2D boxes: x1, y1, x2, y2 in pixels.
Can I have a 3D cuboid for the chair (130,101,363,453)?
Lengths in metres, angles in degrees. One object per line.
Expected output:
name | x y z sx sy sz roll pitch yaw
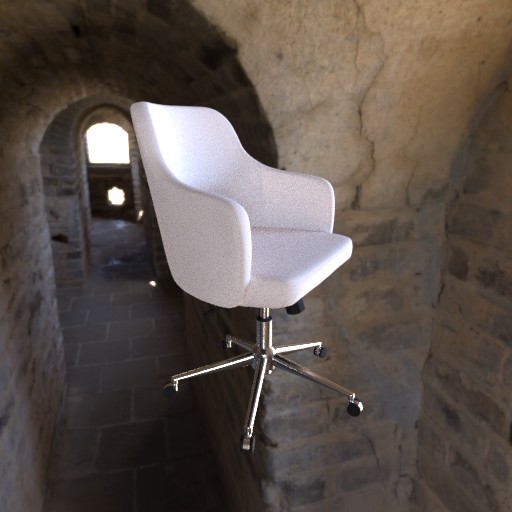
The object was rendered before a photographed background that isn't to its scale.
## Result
chair | 0.000 0.000 1.242 0.647 0.819 0.602 8 17 27
